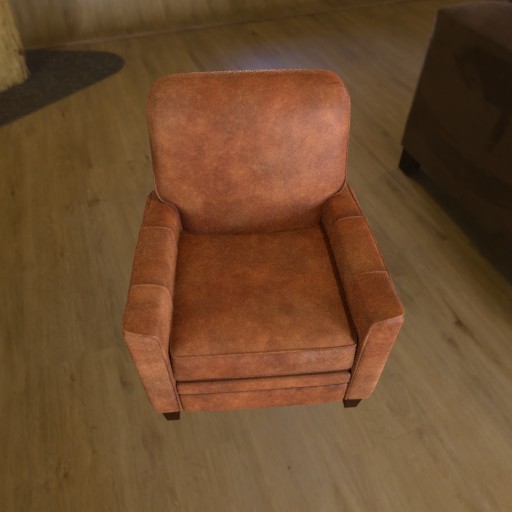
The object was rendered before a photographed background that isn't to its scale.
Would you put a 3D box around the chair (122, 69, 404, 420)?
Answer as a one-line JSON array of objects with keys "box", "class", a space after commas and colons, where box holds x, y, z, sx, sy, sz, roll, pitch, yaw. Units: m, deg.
[{"box": [0.000, 0.000, 1.628, 0.843, 1.043, 0.836, -3, 46, -3], "class": "chair"}]
